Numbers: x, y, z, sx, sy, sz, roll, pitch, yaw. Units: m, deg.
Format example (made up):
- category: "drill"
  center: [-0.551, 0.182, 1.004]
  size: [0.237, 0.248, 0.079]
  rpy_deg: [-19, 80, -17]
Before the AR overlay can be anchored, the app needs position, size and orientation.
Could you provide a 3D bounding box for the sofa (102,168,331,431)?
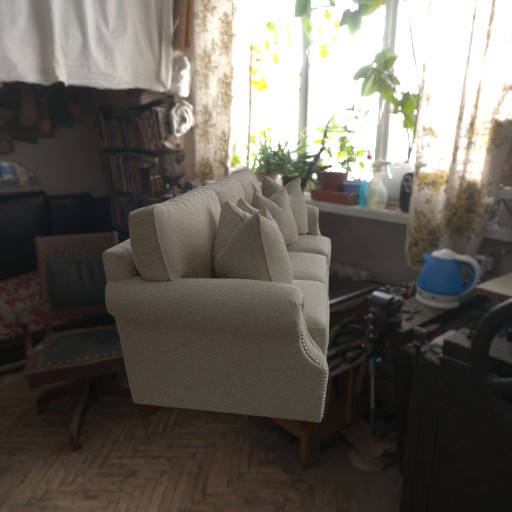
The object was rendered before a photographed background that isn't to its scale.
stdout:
- category: "sofa"
  center: [0.000, 0.000, 2.869]
  size: [0.965, 0.975, 2.312]
  rpy_deg: [3, 16, 9]
